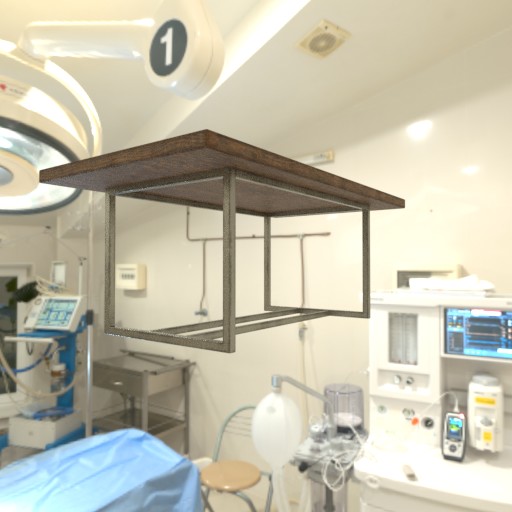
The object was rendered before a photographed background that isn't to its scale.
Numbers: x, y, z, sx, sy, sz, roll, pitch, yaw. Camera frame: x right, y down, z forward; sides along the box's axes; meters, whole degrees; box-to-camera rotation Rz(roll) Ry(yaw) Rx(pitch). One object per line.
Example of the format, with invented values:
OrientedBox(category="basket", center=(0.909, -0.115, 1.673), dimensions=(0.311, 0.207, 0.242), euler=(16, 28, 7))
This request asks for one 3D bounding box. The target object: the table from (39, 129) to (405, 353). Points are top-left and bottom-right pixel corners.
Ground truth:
OrientedBox(category="table", center=(0.000, 0.000, 2.562), dimensions=(1.078, 0.795, 1.989), euler=(-1, -1, 37))
